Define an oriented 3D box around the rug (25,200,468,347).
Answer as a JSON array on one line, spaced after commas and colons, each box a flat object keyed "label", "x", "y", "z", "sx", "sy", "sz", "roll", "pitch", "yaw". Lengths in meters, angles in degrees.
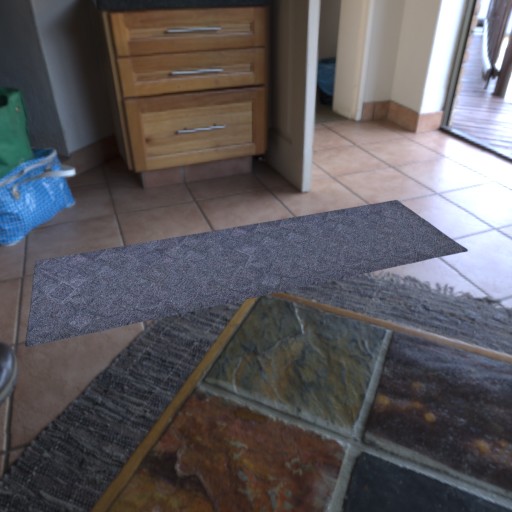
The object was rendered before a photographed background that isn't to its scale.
[{"label": "rug", "x": 0.000, "y": 0.000, "z": 2.449, "sx": 2.296, "sy": 0.011, "sz": 0.691, "roll": -11, "pitch": 34, "yaw": -16}]
